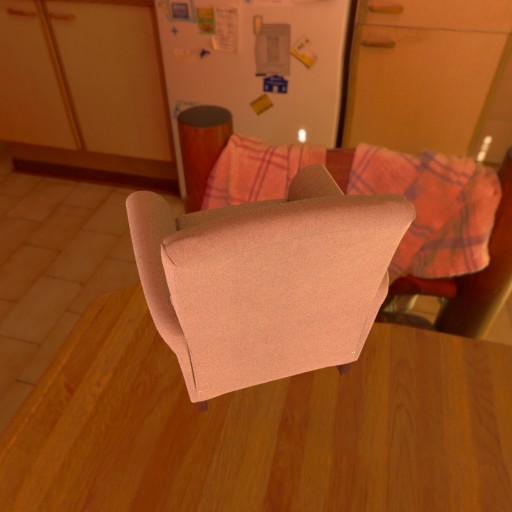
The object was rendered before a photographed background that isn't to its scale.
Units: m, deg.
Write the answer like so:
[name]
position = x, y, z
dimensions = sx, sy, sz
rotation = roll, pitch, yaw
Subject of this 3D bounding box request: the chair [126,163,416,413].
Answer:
[chair]
position = 0.000, 0.000, 1.846
dimensions = 0.978, 1.061, 0.905
rotation = -11, 44, -12
